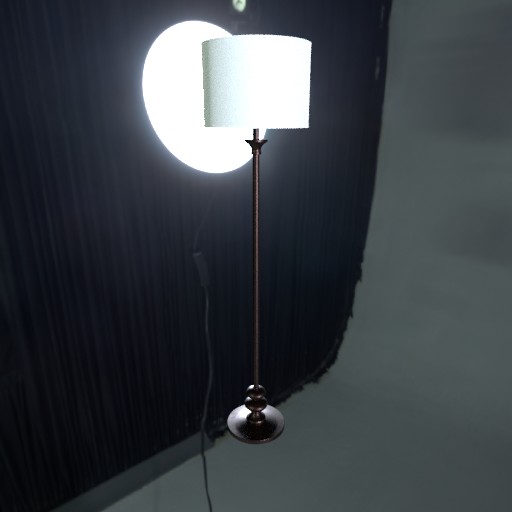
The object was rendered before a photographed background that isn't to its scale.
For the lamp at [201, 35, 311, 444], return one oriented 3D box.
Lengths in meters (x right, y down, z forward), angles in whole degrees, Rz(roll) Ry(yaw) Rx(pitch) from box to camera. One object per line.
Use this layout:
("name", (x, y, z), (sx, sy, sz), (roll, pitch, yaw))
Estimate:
("lamp", (0.000, 0.000, 1.648), (0.356, 1.487, 0.356), (16, 24, 42))
